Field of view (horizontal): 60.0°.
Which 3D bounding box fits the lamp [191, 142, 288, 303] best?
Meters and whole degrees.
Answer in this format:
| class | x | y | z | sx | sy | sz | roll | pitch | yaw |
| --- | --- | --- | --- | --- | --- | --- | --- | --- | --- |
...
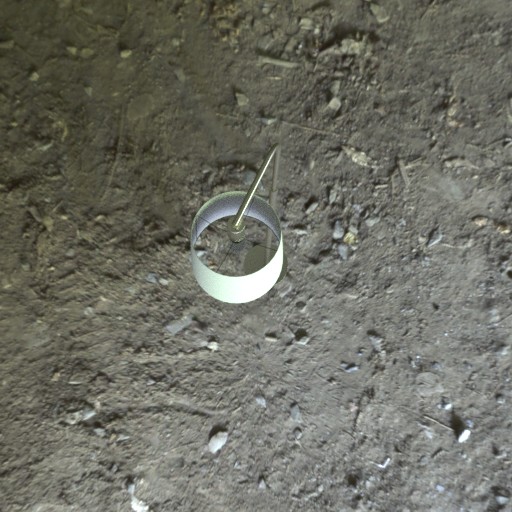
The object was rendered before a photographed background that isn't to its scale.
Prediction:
| class | x | y | z | sx | sy | sz | roll | pitch | yaw |
| --- | --- | --- | --- | --- | --- | --- | --- | --- | --- |
| lamp | 0.000 | 0.000 | 1.711 | 0.254 | 1.478 | 0.508 | 24 | 78 | 6 |
